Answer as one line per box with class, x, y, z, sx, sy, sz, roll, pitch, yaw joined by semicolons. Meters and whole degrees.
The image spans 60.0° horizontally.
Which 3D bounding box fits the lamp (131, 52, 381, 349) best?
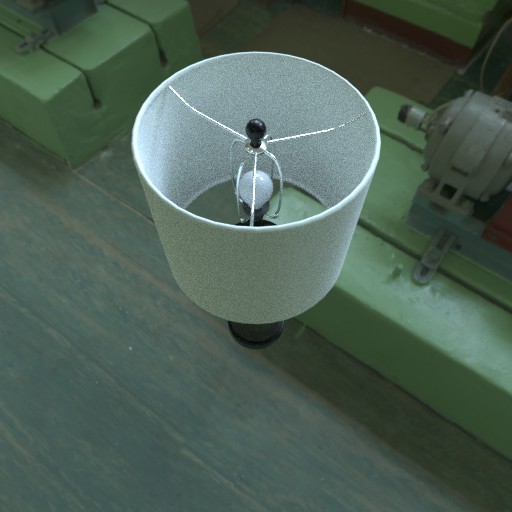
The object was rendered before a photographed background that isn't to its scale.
lamp;0.000;0.000;0.808;0.305;0.634;0.305;31;64;17
